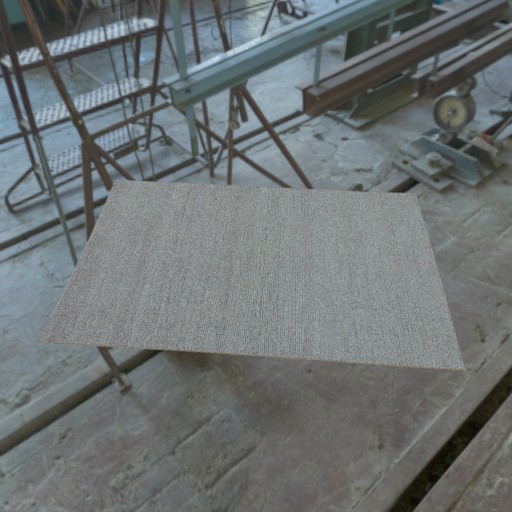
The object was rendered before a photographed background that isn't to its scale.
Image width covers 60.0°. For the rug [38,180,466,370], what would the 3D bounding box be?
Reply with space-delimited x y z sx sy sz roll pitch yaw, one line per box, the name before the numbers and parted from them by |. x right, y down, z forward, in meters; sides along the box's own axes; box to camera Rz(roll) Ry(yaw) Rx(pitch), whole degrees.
rug | 0.000 0.000 2.232 1.792 0.021 1.154 3 46 3
